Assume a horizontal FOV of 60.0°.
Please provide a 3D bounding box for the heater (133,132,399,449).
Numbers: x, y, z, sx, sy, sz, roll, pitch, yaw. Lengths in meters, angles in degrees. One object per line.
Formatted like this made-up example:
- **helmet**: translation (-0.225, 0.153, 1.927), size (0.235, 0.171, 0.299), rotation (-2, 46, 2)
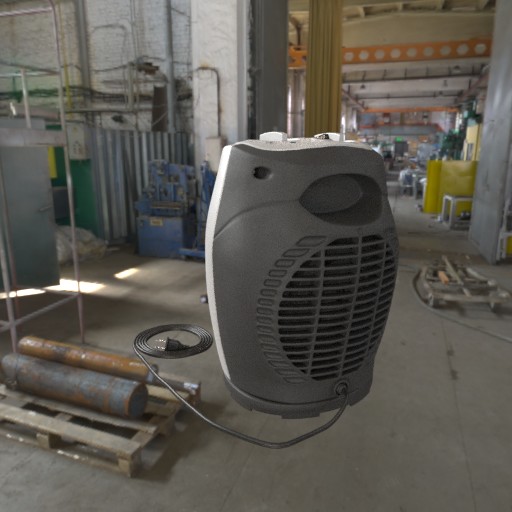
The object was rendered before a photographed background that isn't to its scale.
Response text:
- **heater**: translation (0.000, 0.000, 0.478), size (0.239, 0.255, 0.291), rotation (-7, 15, -26)
